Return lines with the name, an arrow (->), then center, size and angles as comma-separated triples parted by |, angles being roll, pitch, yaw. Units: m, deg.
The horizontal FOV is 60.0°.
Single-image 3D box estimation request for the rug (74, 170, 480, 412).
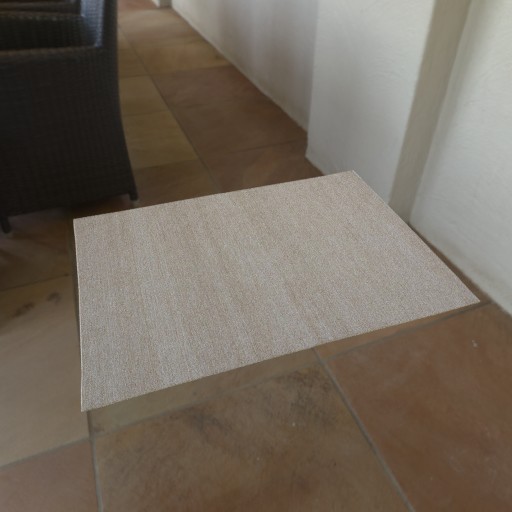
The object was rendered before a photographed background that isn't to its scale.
rug -> 0.000, 0.000, 3.683 | 2.869, 0.038, 2.032 | -12, 42, -14
